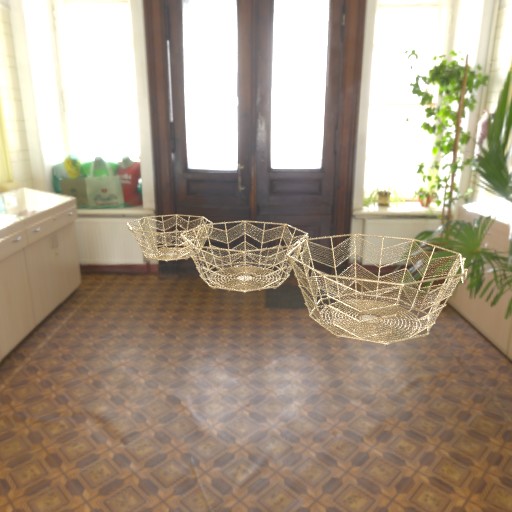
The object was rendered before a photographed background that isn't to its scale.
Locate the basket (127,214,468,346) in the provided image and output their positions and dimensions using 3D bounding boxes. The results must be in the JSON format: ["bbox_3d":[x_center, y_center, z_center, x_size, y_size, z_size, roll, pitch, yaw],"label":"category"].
[{"bbox_3d":[0.000,0.000,1.391,1.246,0.178,0.432,15,22,42],"label":"basket"}]
